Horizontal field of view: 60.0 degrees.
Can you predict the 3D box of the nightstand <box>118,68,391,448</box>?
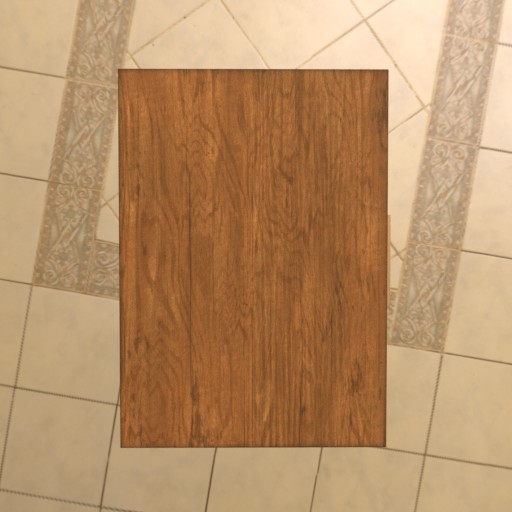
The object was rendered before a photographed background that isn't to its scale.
[{"bbox_3d":[0.000,0.000,1.017,0.446,0.610,0.610,0,91,0],"label":"nightstand"}]
